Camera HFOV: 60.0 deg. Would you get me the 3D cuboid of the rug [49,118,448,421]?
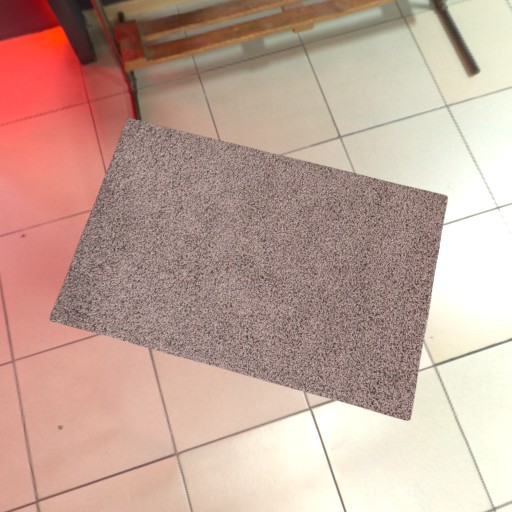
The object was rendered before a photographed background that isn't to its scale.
[{"bbox_3d":[0.000,0.000,3.452,2.743,0.030,1.778,15,76,4],"label":"rug"}]
